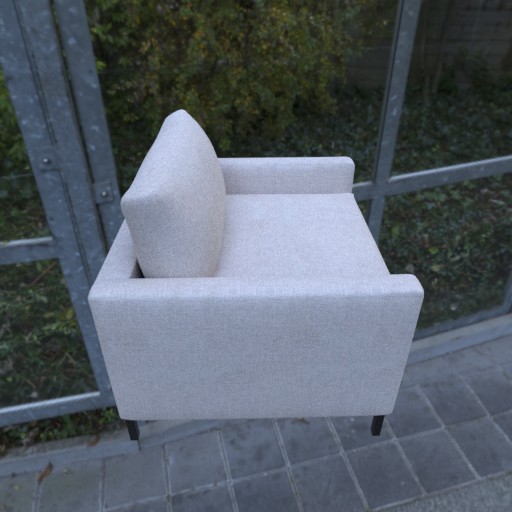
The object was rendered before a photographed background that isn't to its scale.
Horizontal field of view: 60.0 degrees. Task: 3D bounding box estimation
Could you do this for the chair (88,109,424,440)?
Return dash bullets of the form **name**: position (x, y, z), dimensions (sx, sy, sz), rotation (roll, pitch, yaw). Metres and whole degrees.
- **chair**: position (0.000, 0.000, 1.589), dimensions (0.866, 0.861, 0.963), rotation (-1, 33, -1)
